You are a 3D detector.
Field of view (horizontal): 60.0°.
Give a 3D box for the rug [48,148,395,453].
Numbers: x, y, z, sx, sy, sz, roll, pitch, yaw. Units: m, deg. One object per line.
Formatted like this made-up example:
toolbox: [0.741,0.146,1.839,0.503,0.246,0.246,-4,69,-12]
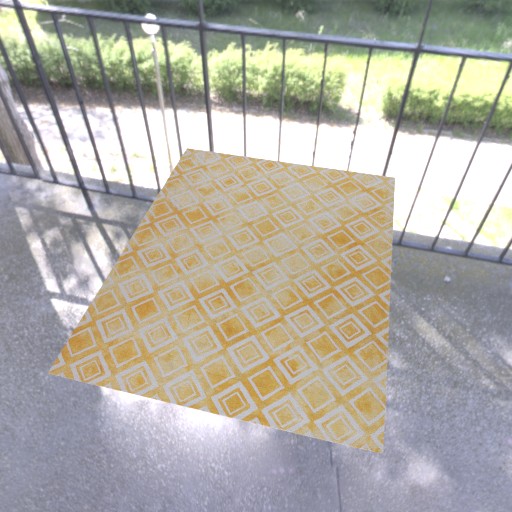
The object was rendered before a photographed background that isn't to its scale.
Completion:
rug: [0.000,0.000,4.078,2.433,0.011,3.037,10,48,9]
